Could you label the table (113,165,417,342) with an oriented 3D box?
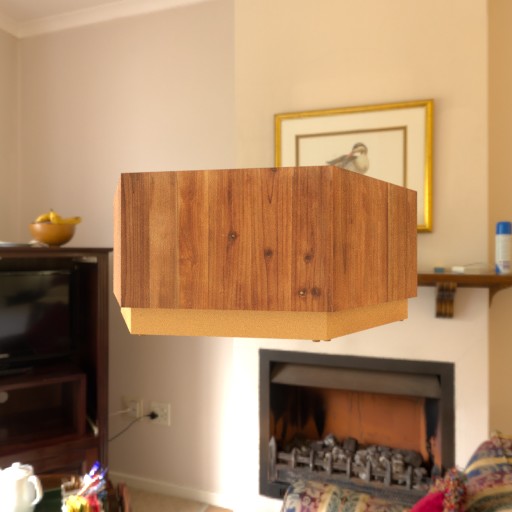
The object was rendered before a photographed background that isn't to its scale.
[{"bbox_3d":[0.000,0.000,1.664,1.000,0.456,1.154,0,0,-20],"label":"table"}]
